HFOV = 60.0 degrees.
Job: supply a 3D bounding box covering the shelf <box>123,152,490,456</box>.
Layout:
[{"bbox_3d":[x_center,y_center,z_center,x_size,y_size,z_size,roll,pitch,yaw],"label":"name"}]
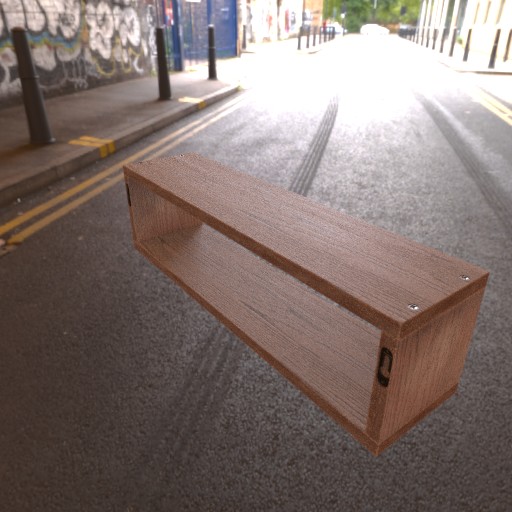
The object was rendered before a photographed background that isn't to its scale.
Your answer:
[{"bbox_3d":[0.000,0.000,0.677,0.150,0.170,0.610,-20,33,-32],"label":"shelf"}]
